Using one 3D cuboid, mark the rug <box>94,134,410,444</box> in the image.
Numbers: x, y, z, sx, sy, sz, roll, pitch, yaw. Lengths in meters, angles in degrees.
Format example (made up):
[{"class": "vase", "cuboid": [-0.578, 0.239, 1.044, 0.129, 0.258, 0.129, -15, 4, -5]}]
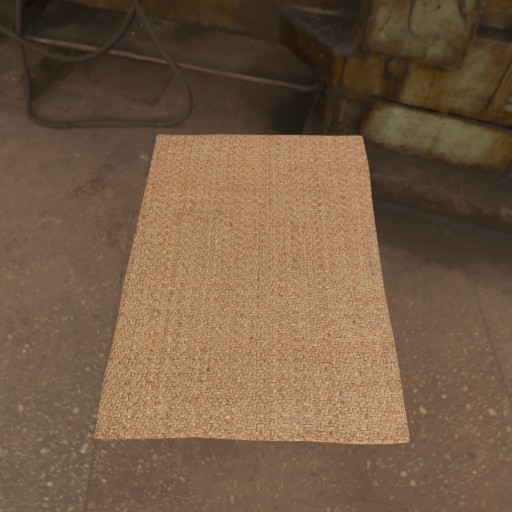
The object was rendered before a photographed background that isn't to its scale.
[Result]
[{"class": "rug", "cuboid": [0.000, 0.000, 2.717, 1.566, 0.013, 2.141, 1, 57, 0]}]
